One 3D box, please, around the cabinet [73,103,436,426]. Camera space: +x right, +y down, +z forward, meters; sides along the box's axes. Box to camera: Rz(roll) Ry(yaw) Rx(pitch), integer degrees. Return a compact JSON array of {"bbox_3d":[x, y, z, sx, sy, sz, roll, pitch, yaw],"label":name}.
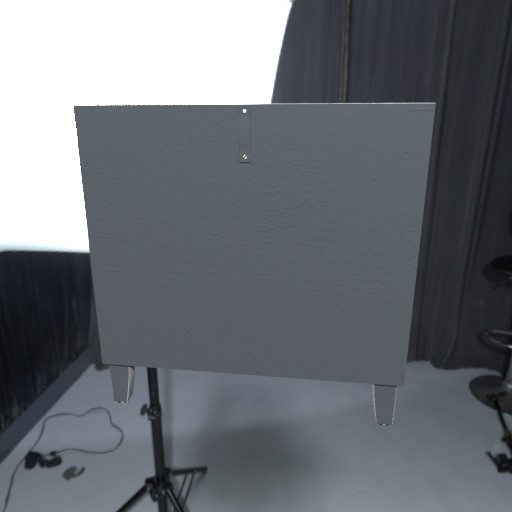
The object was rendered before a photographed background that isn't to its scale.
[{"bbox_3d":[0.000,0.000,1.230,0.781,0.787,0.370,2,17,7],"label":"cabinet"}]
